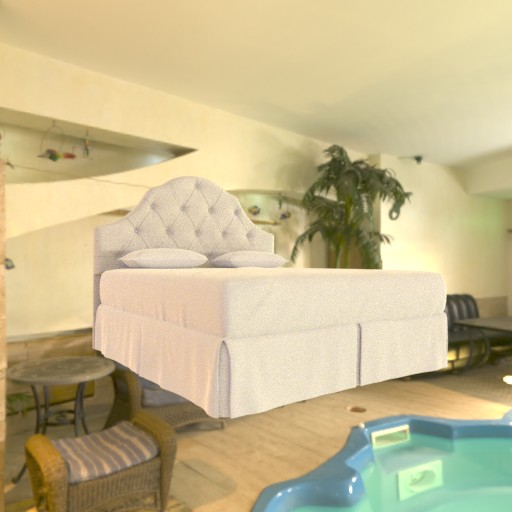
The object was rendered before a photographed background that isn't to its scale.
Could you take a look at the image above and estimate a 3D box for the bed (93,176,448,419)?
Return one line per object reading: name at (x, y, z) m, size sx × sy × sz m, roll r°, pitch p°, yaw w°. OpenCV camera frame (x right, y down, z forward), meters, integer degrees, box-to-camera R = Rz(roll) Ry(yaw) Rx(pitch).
bed at (0.000, 0.000, 3.555) m, size 2.008 × 1.615 × 2.214 m, roll 0°, pitch -1°, yaw -35°
